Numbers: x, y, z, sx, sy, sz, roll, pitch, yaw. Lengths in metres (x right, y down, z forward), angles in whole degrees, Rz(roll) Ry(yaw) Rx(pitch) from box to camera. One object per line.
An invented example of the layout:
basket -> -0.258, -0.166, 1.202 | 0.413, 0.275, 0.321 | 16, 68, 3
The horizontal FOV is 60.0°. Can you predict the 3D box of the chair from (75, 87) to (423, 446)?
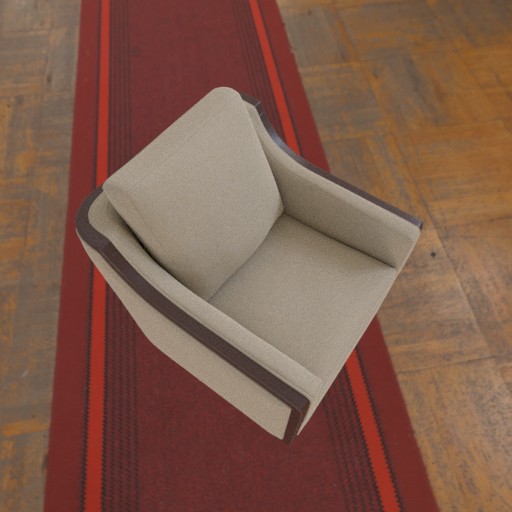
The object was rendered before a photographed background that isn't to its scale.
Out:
chair -> 0.000, 0.000, 1.696 | 0.950, 0.930, 0.870 | 31, 63, 18
